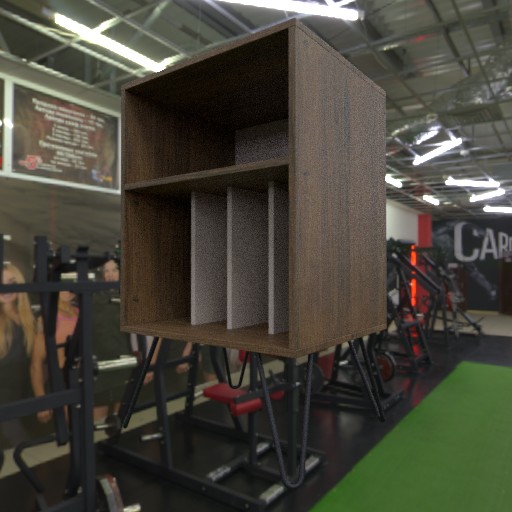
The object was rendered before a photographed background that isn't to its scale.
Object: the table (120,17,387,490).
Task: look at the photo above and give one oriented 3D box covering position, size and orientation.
[{"bbox_3d":[0.000,0.000,1.141,0.526,0.866,0.457,-1,-1,37],"label":"table"}]
